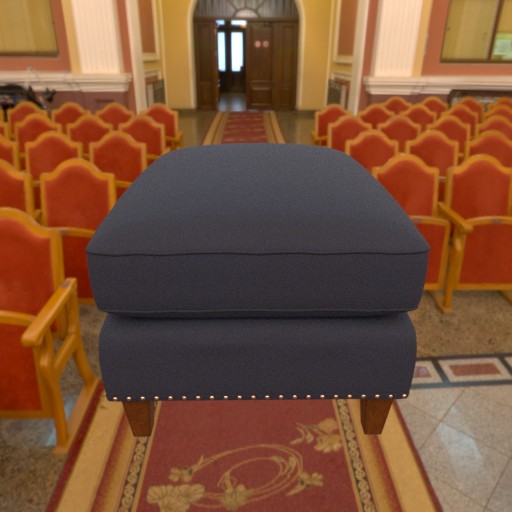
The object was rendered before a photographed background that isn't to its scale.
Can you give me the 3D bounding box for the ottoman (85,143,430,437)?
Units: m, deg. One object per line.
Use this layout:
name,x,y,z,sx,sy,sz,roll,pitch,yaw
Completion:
ottoman,0.000,0.000,1.116,0.584,0.513,0.741,0,24,-1
